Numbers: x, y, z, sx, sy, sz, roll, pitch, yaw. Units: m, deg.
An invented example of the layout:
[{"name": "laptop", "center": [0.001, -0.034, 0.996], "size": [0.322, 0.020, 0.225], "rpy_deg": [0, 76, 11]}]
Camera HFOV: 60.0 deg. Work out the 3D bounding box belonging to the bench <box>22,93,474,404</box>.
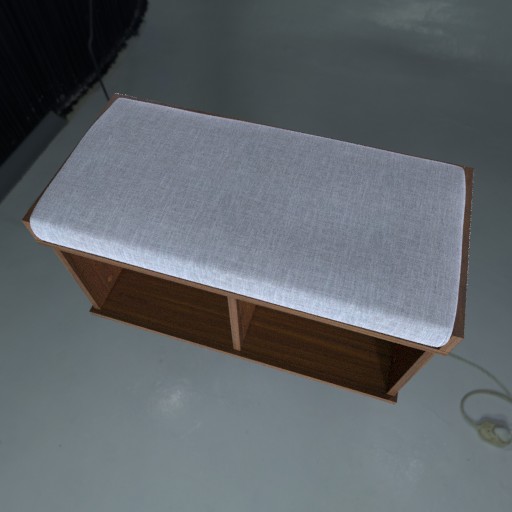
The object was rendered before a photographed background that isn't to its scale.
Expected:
[{"name": "bench", "center": [0.000, 0.000, 0.957], "size": [0.734, 0.461, 0.362], "rpy_deg": [14, 59, 9]}]
